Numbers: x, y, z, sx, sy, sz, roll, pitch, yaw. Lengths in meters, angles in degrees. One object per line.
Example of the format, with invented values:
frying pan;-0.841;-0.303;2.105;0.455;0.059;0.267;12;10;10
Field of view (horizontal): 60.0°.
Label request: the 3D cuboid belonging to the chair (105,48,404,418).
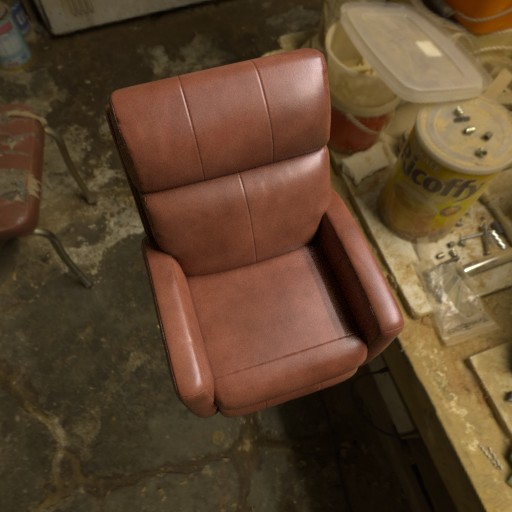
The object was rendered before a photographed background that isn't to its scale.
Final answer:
chair;0.000;0.000;1.613;0.787;1.016;0.939;-16;64;-8
